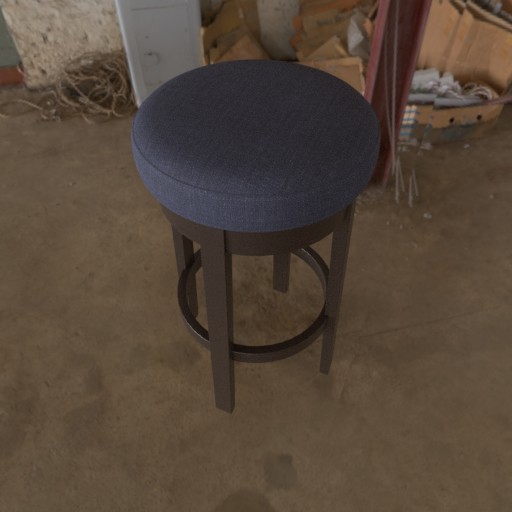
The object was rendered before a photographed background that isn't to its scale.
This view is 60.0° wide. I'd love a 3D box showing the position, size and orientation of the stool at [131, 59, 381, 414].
[{"bbox_3d":[0.000,0.000,1.018,0.446,0.758,0.446,0,48,0],"label":"stool"}]
